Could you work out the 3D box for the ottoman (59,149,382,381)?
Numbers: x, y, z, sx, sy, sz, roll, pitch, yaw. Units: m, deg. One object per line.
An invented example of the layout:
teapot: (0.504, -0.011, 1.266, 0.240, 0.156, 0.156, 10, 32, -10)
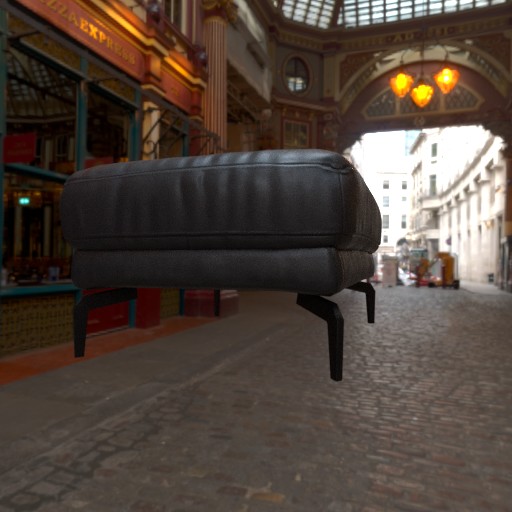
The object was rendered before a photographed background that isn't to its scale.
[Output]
ottoman: (0.000, 0.000, 1.103, 0.570, 0.402, 0.764, 0, 0, 19)
